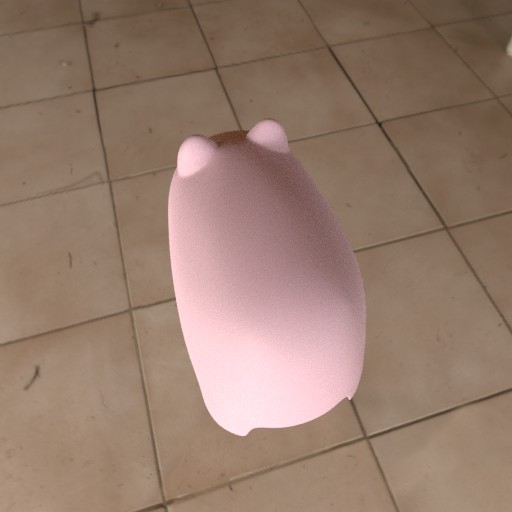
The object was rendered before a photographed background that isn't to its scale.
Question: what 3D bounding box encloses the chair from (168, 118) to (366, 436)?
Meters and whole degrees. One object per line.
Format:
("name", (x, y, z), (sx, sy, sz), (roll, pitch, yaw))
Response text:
("chair", (0.000, 0.000, 0.893), (0.364, 0.423, 0.619), (-15, 59, -9))
